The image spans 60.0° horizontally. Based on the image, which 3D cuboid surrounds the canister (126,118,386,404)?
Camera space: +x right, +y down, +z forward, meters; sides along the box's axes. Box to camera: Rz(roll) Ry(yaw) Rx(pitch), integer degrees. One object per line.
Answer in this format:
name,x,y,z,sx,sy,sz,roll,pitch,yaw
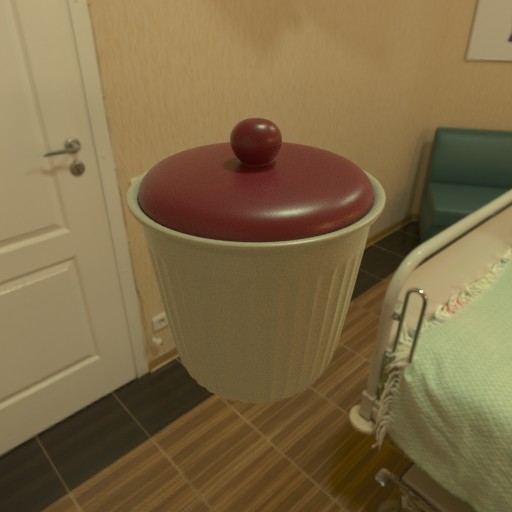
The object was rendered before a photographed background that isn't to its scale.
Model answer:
canister,0.000,0.000,0.348,0.181,0.211,0.181,0,30,0
